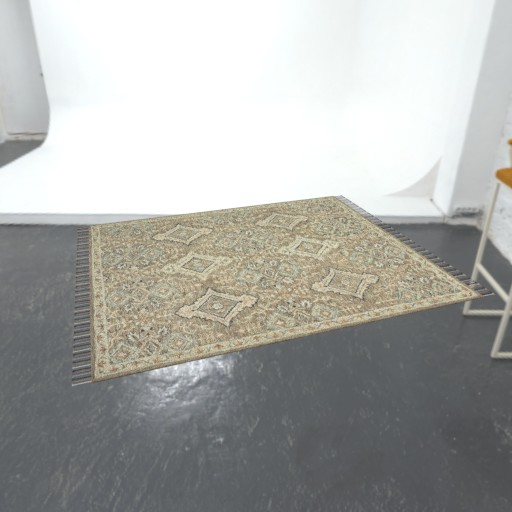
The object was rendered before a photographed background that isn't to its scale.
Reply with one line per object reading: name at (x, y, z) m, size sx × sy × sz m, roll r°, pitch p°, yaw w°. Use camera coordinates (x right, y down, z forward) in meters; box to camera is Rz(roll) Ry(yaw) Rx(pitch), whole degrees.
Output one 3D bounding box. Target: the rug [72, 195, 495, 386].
rug at (0.000, 0.000, 3.993) m, size 3.056 × 0.010 × 2.437 m, roll -9°, pitch 28°, yaw -17°
